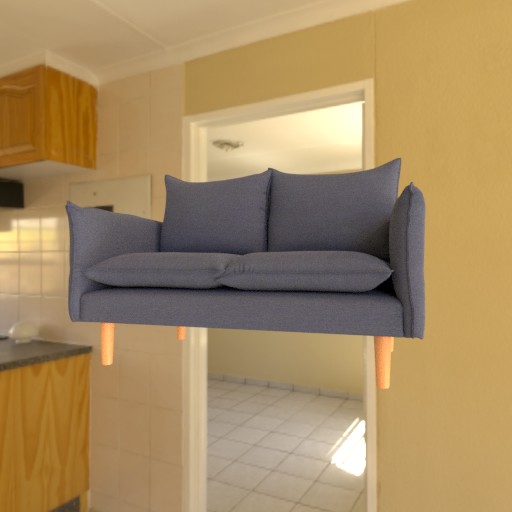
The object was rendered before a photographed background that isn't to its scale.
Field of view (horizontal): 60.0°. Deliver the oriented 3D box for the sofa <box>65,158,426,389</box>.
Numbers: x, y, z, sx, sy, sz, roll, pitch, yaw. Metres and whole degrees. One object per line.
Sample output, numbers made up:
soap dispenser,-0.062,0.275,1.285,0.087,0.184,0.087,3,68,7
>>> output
sofa,0.000,0.000,1.832,1.300,0.840,0.820,0,-1,18
